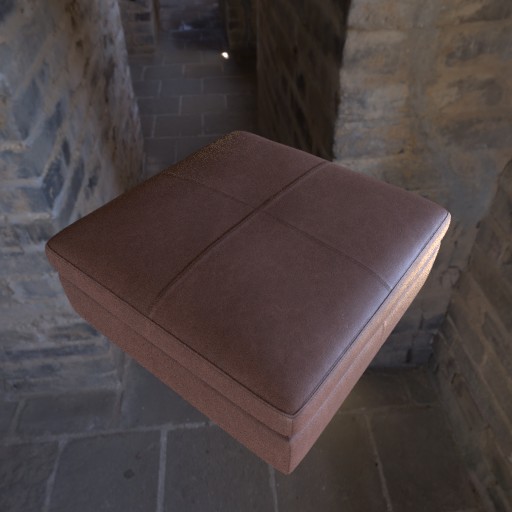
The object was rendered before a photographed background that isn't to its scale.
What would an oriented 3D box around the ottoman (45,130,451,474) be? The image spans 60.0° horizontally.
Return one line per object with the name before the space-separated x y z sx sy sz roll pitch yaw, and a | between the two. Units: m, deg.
ottoman | 0.000 0.000 1.814 1.168 0.490 1.168 28 50 27
